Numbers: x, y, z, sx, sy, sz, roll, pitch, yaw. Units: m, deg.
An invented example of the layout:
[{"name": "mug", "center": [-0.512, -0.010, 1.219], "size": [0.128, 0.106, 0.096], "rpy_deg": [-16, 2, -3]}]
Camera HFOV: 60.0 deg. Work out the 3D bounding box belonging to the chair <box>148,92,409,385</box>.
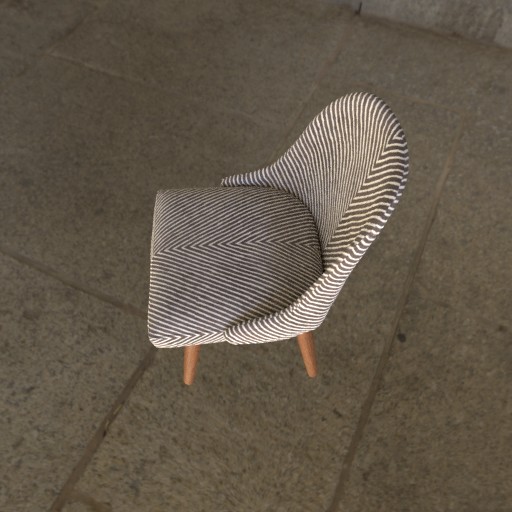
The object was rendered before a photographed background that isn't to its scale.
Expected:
[{"name": "chair", "center": [0.000, 0.000, 1.245], "size": [0.591, 0.883, 0.504], "rpy_deg": [-3, 59, -2]}]
